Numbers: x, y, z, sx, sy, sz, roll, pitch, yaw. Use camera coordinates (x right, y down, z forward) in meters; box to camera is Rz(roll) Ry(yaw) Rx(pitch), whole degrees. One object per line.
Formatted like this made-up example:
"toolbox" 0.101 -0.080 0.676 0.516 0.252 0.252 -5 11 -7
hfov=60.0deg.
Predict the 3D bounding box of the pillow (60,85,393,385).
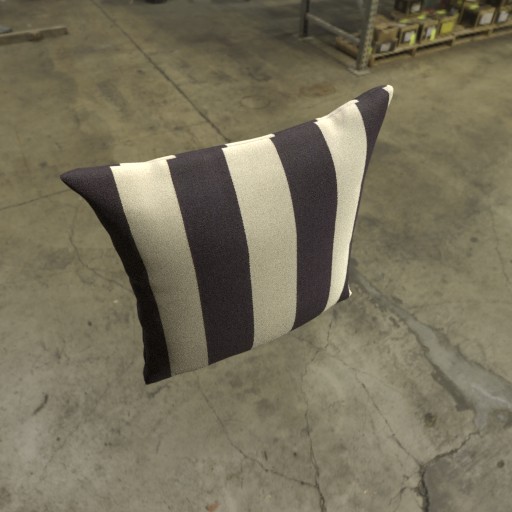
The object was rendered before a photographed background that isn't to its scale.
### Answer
"pillow" 0.000 0.000 0.808 0.536 0.526 0.189 -22 49 -20
